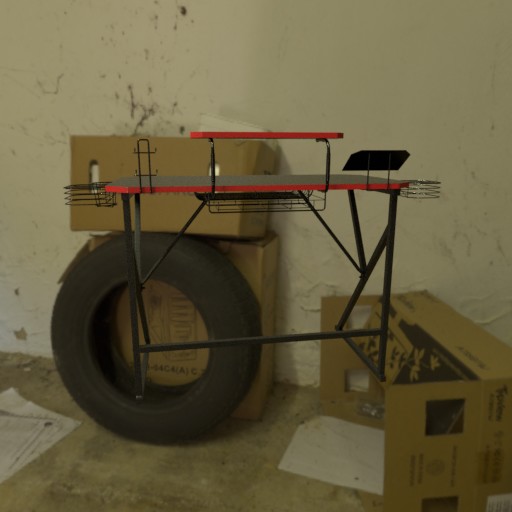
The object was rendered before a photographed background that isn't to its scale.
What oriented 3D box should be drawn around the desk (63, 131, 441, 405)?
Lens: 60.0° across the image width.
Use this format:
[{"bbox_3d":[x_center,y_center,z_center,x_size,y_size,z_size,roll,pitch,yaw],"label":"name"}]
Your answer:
[{"bbox_3d":[0.000,0.000,1.730,1.280,0.913,0.588,-2,14,-10],"label":"desk"}]
